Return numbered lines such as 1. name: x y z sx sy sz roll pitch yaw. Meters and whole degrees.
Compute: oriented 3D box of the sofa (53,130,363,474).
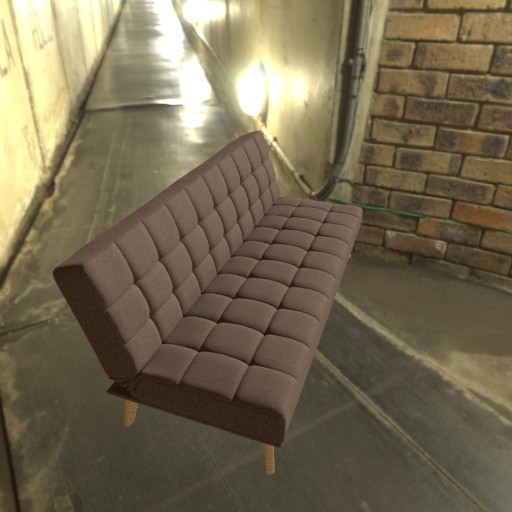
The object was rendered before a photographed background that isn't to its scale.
1. sofa: 0.000 0.000 2.297 0.860 0.810 1.800 11 32 17
